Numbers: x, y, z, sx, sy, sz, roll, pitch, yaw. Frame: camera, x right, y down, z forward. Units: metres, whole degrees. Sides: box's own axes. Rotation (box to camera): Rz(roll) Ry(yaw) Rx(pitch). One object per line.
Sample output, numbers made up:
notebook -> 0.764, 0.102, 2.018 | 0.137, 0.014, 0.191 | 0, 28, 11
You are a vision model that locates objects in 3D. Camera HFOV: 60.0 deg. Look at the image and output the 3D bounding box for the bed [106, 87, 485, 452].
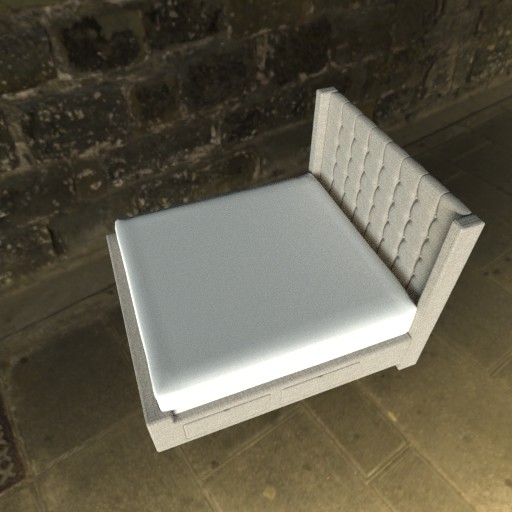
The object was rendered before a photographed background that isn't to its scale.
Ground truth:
bed -> 0.000, 0.000, 3.796 | 2.372, 1.748, 2.044 | -15, 48, -14
